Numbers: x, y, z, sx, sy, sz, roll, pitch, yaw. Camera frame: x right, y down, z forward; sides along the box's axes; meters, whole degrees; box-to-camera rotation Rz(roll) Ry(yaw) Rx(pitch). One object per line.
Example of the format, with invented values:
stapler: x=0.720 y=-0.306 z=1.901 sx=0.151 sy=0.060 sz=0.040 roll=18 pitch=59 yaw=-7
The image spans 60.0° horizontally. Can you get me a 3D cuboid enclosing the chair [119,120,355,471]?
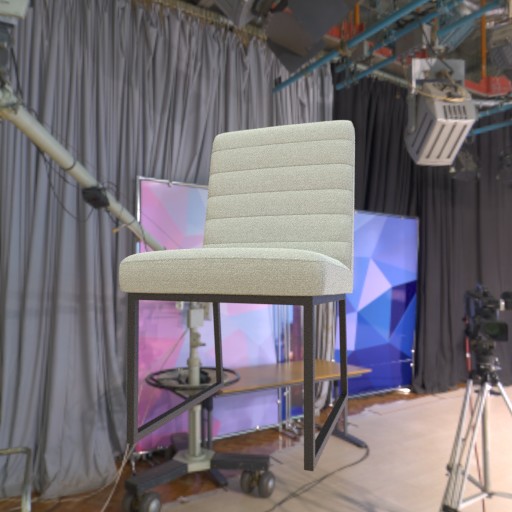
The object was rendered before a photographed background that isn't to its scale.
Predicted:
chair: x=0.000 y=0.000 z=1.304 sx=0.520 sy=0.930 sz=0.634 roll=-1 pitch=-2 yaw=19
